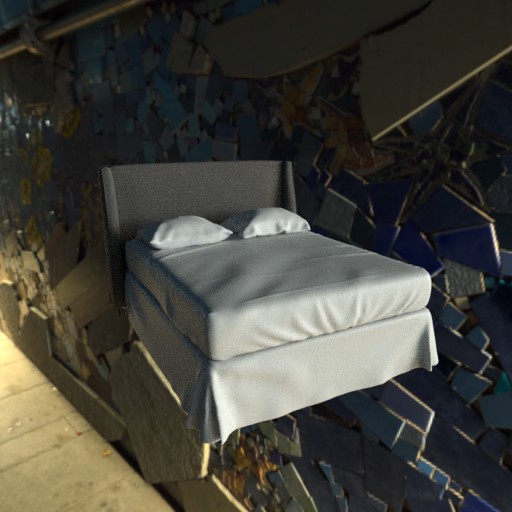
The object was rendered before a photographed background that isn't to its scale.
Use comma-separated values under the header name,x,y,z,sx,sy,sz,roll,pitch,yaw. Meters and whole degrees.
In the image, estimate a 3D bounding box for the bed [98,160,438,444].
name,x,y,z,sx,sy,sz,roll,pitch,yaw
bed,0.000,0.000,3.467,1.925,1.332,2.276,-8,17,-27
